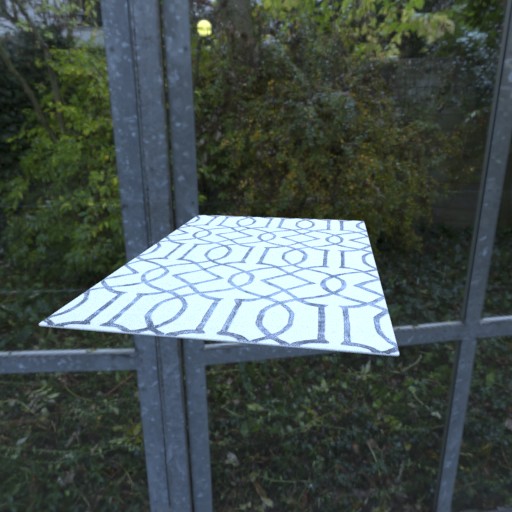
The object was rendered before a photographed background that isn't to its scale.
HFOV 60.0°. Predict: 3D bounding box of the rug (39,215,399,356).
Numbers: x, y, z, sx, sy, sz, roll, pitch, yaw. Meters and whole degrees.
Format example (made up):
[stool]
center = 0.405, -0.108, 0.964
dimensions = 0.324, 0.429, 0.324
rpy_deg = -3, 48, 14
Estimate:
[rug]
center = 0.000, 0.000, 2.918
dimensions = 1.521, 0.017, 2.365
rpy_deg = 3, 17, 9
